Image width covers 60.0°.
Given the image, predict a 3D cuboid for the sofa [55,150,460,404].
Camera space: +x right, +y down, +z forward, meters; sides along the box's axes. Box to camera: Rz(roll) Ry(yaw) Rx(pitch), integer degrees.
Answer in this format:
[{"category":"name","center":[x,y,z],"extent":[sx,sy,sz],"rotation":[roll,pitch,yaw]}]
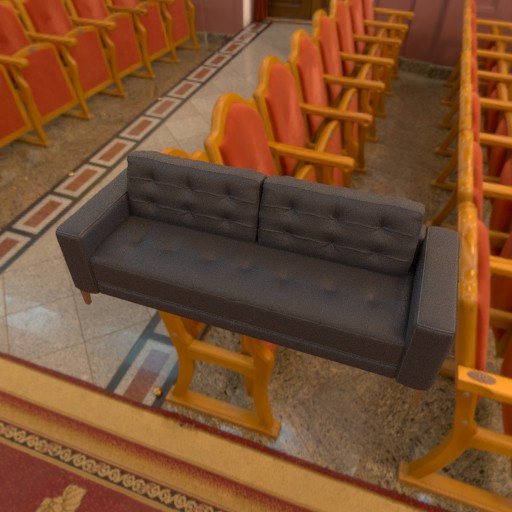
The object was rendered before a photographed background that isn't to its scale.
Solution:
[{"category":"sofa","center":[0.000,0.000,2.718],"extent":[2.275,0.893,0.833],"rotation":[14,43,15]}]
